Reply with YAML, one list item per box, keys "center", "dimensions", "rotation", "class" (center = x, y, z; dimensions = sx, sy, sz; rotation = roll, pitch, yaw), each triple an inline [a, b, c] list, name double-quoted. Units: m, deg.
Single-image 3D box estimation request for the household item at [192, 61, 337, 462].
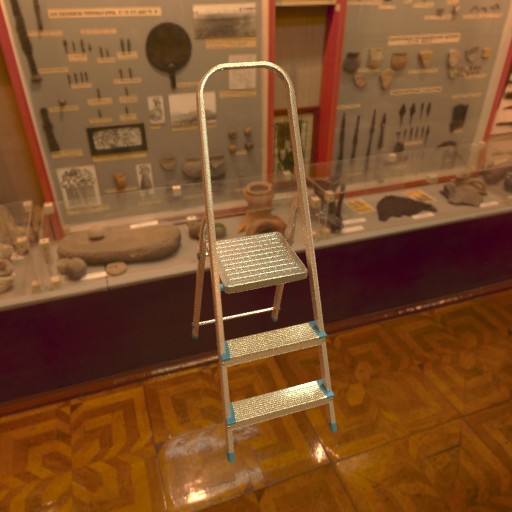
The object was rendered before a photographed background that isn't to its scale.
- center: [0.000, 0.000, 1.543]
  dimensions: [0.420, 1.215, 0.687]
  rotation: [-10, 34, -15]
  class: "household item"
